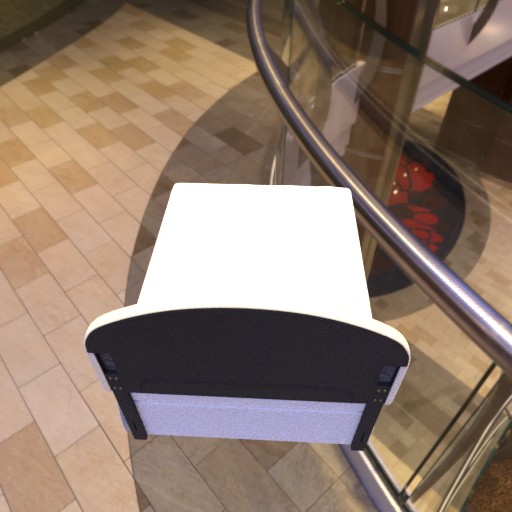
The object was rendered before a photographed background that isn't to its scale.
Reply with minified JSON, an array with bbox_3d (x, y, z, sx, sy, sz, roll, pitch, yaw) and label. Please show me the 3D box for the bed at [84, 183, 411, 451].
[{"bbox_3d":[0.000,0.000,3.006,1.607,1.410,2.005,2,45,2],"label":"bed"}]
